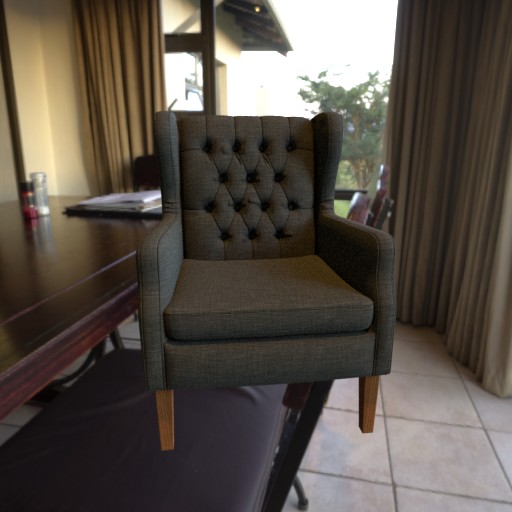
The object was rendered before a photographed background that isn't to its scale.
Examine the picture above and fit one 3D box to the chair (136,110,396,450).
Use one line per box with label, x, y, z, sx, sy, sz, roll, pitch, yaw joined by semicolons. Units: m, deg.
chair;0.000;0.000;1.502;0.711;0.953;0.775;-2;16;-7
